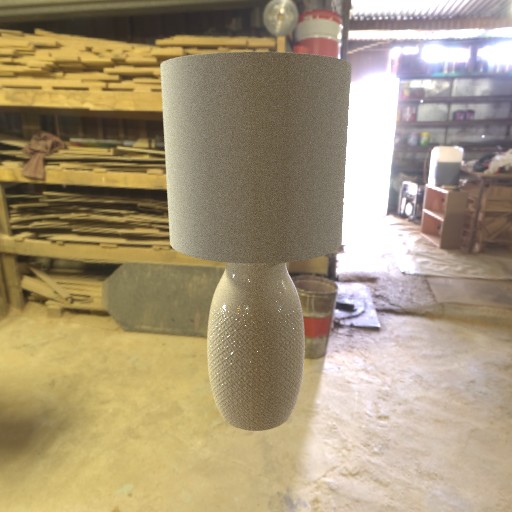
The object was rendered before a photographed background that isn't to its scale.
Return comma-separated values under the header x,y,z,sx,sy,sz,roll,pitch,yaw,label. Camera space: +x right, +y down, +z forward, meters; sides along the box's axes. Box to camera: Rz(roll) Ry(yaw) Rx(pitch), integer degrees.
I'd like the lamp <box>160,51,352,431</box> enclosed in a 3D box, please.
x,y,z,sx,sy,sz,roll,pitch,yaw,label
0.000,0.000,0.574,0.217,0.453,0.217,3,16,10,lamp
